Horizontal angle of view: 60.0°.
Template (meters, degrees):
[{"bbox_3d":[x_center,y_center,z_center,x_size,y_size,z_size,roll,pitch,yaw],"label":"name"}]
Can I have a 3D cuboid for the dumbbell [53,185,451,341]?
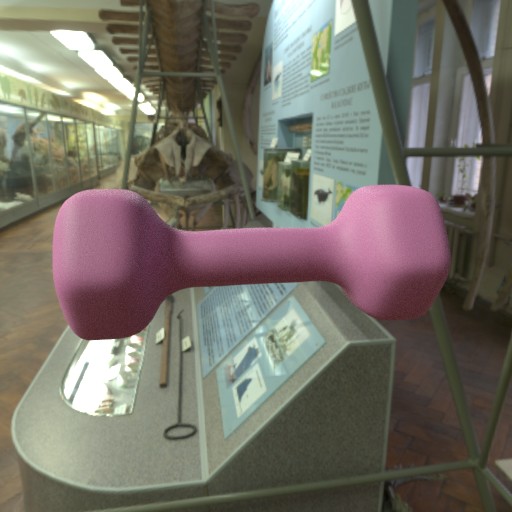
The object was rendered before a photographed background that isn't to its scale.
[{"bbox_3d":[0.000,0.000,0.190,0.159,0.058,0.064,-2,14,-9],"label":"dumbbell"}]
